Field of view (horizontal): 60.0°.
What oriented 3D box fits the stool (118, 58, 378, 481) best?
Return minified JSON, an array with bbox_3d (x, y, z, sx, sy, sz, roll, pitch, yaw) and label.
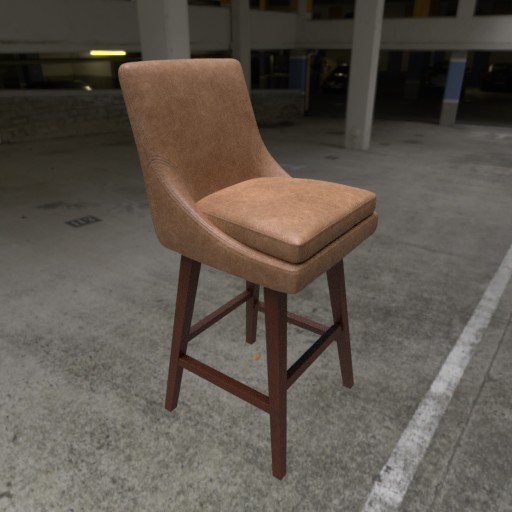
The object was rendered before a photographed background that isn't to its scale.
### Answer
[{"bbox_3d":[0.000,0.000,1.341,0.572,1.079,0.487,17,31,32],"label":"stool"}]
